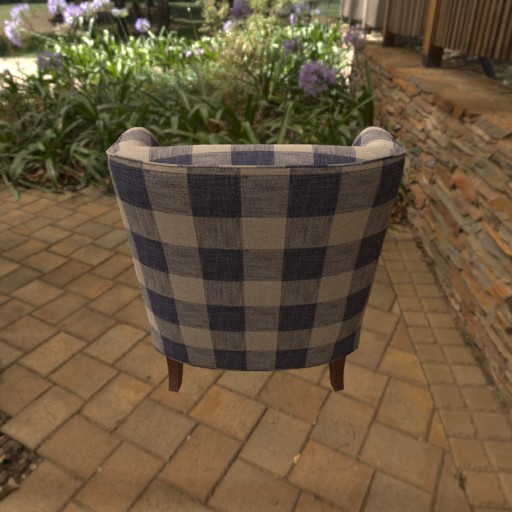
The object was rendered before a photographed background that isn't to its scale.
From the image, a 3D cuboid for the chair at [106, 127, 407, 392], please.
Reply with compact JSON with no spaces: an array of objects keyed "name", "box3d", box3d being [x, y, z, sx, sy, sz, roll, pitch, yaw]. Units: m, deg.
[{"name":"chair","box3d":[0.000,0.000,1.711,0.830,1.041,0.889,0,29,0]}]
